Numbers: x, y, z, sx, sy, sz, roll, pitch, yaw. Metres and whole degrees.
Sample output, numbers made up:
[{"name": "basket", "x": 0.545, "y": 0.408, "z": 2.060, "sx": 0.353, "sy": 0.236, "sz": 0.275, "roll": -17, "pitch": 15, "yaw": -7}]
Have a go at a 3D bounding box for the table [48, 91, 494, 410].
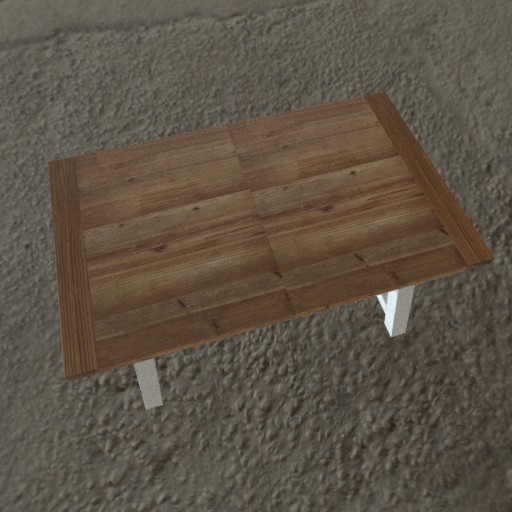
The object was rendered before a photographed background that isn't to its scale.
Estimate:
[{"name": "table", "x": 0.000, "y": 0.000, "z": 2.017, "sx": 1.503, "sy": 0.743, "sz": 0.922, "roll": -14, "pitch": 61, "yaw": -8}]
